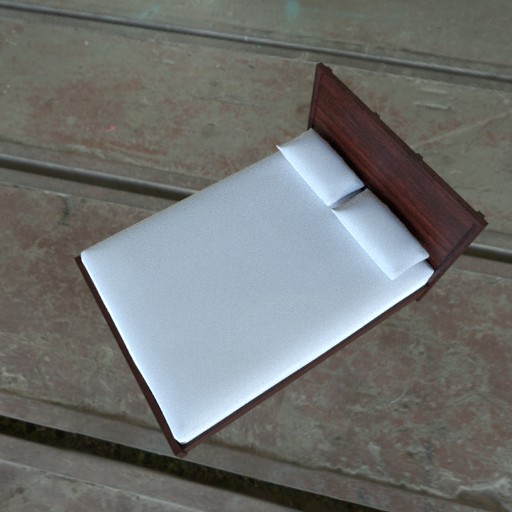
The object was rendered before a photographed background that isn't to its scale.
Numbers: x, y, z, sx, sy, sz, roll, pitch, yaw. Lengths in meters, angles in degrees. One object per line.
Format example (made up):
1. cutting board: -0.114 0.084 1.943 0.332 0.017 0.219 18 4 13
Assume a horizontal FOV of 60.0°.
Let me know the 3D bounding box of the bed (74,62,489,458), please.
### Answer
1. bed: 0.000 0.000 3.944 2.803 1.492 2.040 -30 66 -14
